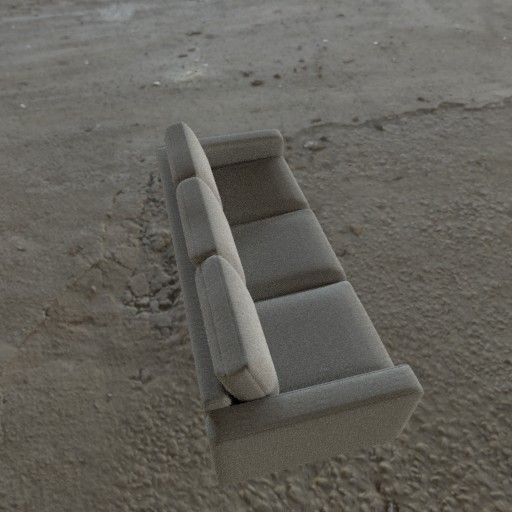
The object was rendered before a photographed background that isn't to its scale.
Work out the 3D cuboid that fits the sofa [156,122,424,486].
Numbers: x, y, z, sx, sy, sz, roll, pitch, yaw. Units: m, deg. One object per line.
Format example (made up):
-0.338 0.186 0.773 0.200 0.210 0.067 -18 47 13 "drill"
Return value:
0.000 0.000 2.535 0.900 0.800 2.120 -11 47 -10 "sofa"
